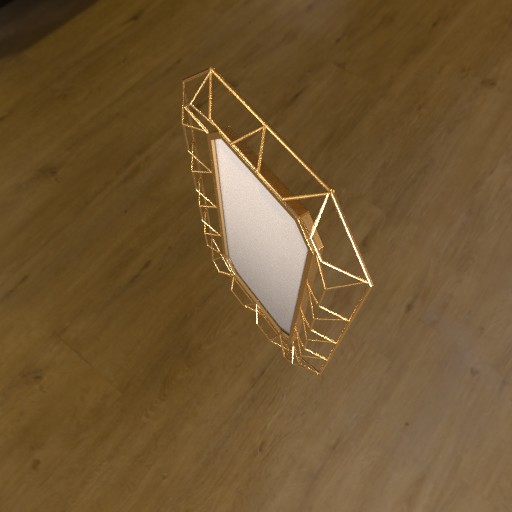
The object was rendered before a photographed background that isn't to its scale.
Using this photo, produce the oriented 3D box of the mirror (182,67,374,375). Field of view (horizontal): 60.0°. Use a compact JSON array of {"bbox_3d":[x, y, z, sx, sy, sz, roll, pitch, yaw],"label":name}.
[{"bbox_3d":[0.000,0.000,1.084,0.051,0.870,0.572,-33,67,-16],"label":"mirror"}]
